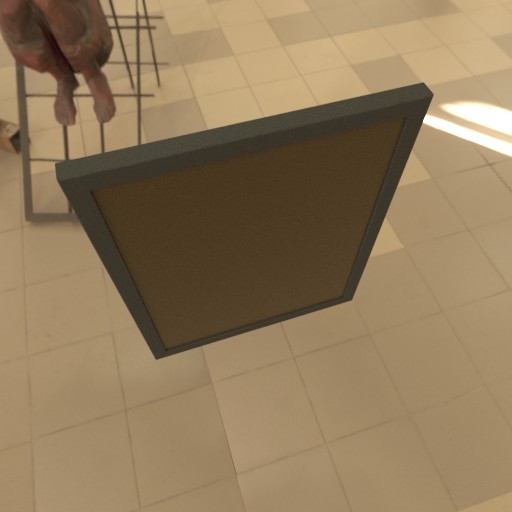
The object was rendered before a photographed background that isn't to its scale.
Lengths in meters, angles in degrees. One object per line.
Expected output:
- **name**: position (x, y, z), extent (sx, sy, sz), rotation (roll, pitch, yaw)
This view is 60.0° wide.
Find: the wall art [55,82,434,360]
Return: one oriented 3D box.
- **wall art**: position (0.000, 0.000, 0.752), extent (0.457, 0.558, 0.028), rotation (-15, 59, -10)
